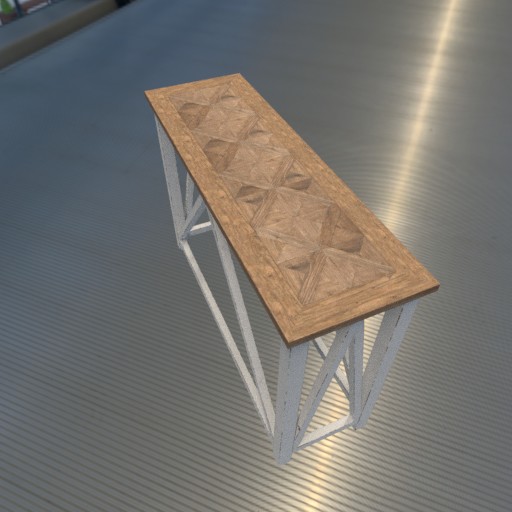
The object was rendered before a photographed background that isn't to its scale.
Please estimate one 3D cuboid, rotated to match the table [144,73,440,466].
[{"bbox_3d":[0.000,0.000,1.886,0.450,0.930,1.400,-18,49,-16],"label":"table"}]
